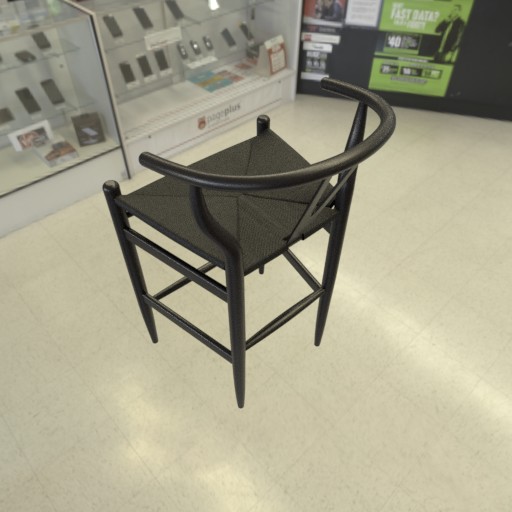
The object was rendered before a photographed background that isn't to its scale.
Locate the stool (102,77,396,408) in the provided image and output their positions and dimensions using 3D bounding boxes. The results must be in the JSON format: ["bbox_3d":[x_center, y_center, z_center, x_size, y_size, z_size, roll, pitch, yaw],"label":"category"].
[{"bbox_3d":[0.000,0.000,1.282,0.569,0.970,0.579,-32,54,-27],"label":"stool"}]
